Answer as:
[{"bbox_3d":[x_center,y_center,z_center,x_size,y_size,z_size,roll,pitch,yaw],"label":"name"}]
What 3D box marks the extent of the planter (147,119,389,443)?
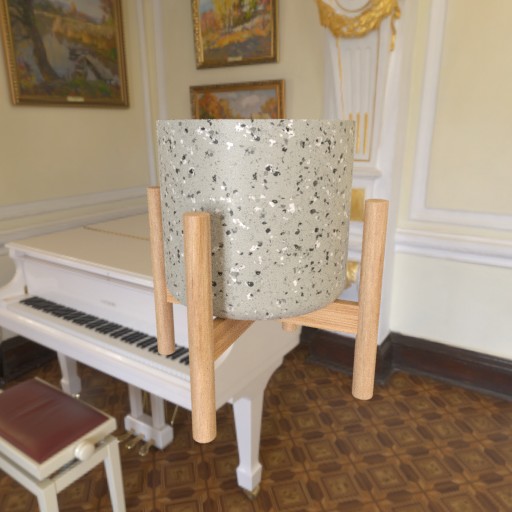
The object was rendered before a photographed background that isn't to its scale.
[{"bbox_3d":[0.000,0.000,0.549,0.284,0.320,0.284,-15,22,-43],"label":"planter"}]
